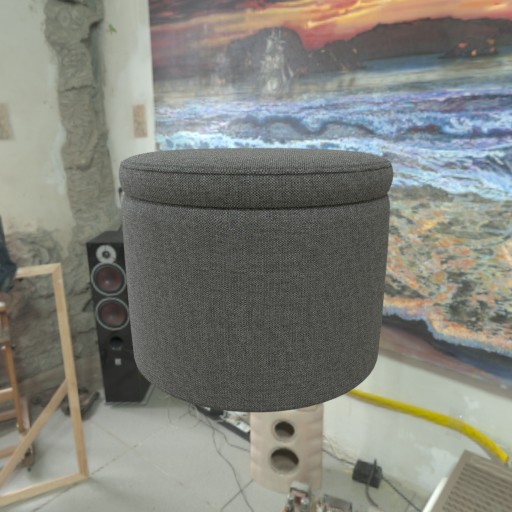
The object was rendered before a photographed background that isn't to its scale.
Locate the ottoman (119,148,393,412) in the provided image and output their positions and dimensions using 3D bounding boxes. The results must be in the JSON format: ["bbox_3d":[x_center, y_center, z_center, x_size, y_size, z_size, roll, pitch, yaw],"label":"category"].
[{"bbox_3d":[0.000,0.000,0.918,0.520,0.430,0.520,0,16,0],"label":"ottoman"}]
